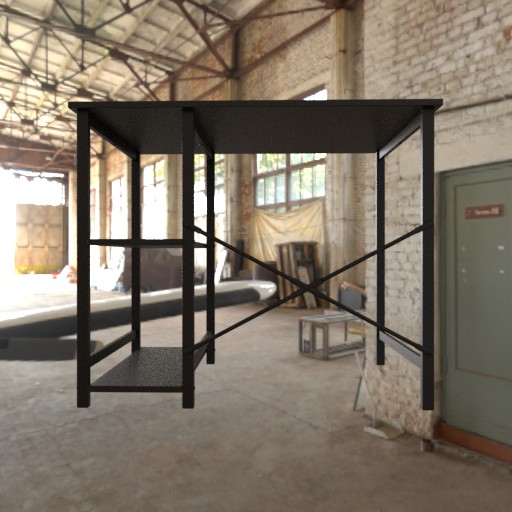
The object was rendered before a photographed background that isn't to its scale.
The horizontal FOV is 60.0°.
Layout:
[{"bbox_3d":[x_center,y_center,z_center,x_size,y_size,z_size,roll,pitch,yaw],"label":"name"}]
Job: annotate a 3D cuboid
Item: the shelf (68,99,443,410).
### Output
[{"bbox_3d":[0.000,0.000,1.313,0.902,0.749,0.498,0,0,1],"label":"shelf"}]
